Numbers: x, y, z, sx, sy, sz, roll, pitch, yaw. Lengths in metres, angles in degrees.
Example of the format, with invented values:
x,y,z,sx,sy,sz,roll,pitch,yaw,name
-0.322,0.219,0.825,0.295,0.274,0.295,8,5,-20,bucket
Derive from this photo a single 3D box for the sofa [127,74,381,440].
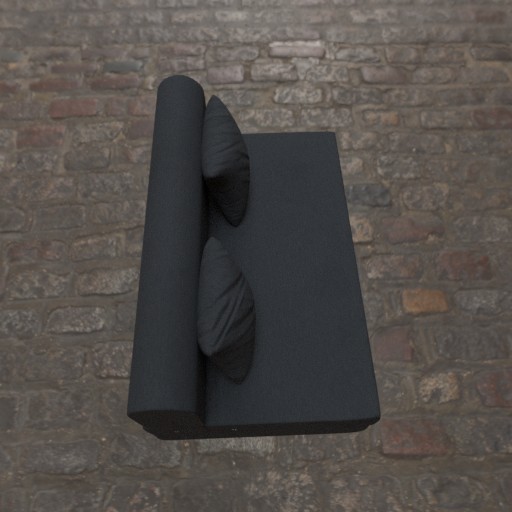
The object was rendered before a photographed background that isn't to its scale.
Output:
x,y,z,sx,sy,sz,roll,pitch,yaw,name
0.000,0.000,1.684,0.762,0.670,1.225,-2,62,-1,sofa
